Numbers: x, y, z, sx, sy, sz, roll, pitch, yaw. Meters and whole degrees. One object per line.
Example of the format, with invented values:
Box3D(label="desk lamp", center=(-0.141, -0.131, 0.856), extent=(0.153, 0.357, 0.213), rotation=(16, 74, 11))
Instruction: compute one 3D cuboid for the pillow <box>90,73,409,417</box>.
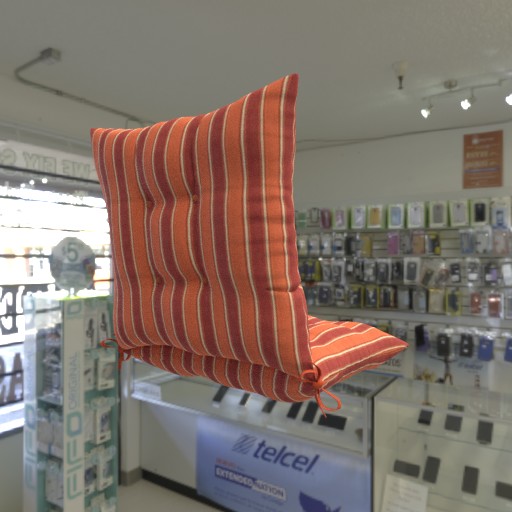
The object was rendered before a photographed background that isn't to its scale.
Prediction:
Box3D(label="pillow", center=(0.000, 0.000, 0.985), extent=(0.541, 0.536, 0.585), rotation=(0, 0, 36))
